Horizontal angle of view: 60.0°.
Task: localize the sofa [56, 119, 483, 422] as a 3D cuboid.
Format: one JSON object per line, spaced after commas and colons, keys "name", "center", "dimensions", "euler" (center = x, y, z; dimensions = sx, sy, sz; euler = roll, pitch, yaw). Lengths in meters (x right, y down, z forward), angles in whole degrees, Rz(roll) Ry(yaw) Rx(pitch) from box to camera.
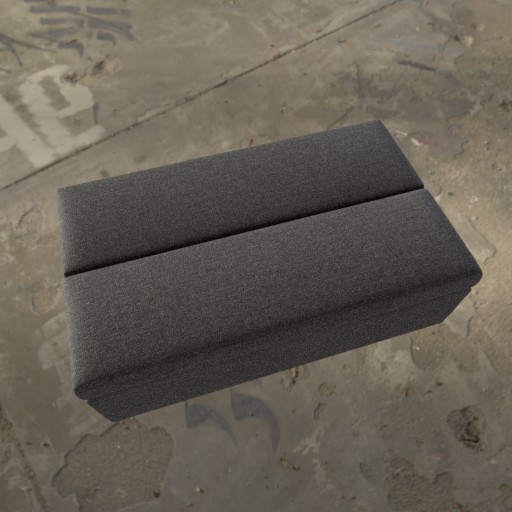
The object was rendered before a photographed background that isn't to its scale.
{"name": "sofa", "center": [0.000, 0.000, 1.571], "dimensions": [1.198, 0.417, 0.782], "euler": [-14, 58, -9]}
